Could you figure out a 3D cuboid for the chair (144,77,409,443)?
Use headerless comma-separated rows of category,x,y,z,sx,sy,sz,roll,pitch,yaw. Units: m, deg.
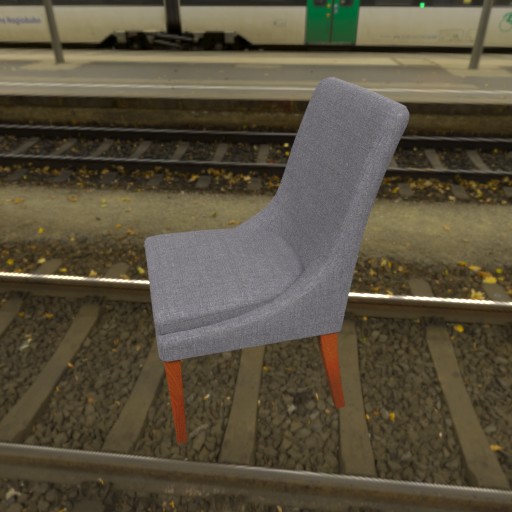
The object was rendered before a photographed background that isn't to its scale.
chair,0.000,0.000,1.368,0.655,0.952,0.508,-8,32,-13
